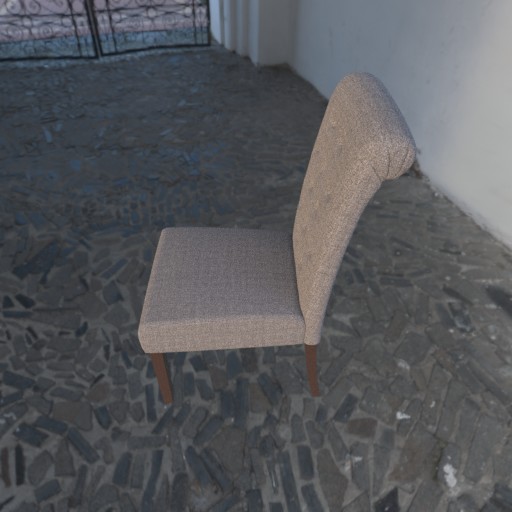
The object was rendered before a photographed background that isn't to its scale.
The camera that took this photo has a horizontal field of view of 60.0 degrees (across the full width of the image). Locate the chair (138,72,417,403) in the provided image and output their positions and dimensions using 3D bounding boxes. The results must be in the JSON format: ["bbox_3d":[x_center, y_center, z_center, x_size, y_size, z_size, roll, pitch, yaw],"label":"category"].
[{"bbox_3d":[0.000,0.000,1.359,0.671,1.006,0.456,0,42,0],"label":"chair"}]
